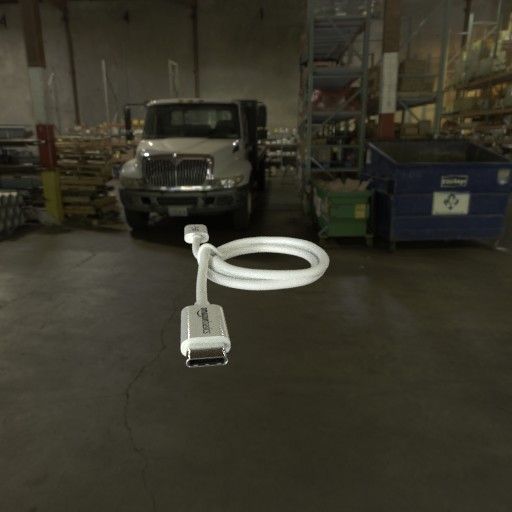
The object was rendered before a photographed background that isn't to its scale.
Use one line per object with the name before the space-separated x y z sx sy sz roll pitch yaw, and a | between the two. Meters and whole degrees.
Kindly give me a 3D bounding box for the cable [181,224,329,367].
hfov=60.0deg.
cable | 0.000 0.000 0.211 0.070 0.014 0.186 -2 15 -9
